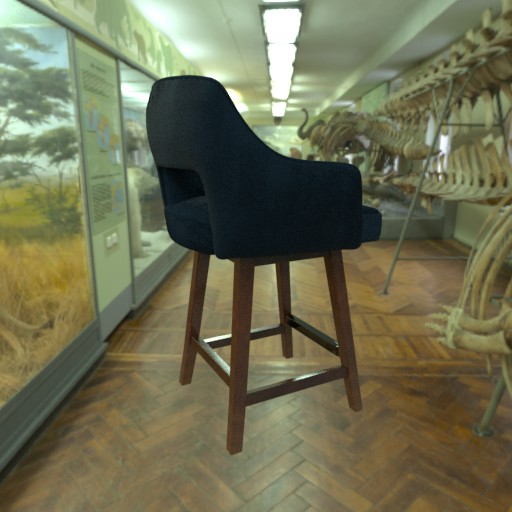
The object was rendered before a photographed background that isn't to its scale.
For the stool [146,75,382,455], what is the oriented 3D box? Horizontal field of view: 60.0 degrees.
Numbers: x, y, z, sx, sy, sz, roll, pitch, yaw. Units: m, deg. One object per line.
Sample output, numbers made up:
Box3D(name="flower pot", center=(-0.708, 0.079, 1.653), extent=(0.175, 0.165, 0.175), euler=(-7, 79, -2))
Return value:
Box3D(name="stool", center=(0.000, 0.000, 1.305), extent=(0.560, 0.940, 0.550), euler=(-7, 15, -27))
